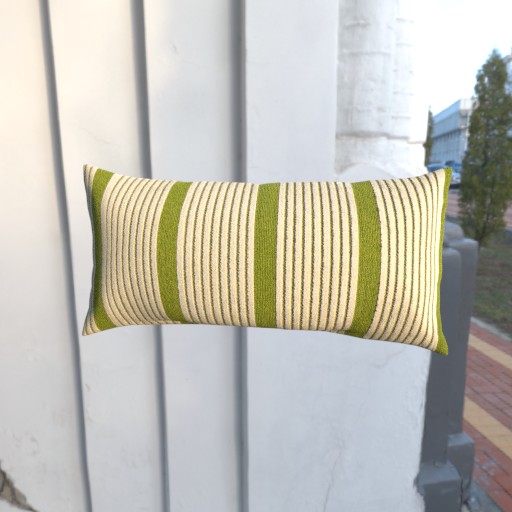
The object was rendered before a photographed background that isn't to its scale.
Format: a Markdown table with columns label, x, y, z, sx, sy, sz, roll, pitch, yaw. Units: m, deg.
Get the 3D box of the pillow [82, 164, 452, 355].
| label | x | y | z | sx | sy | sz | roll | pitch | yaw |
| --- | --- | --- | --- | --- | --- | --- | --- | --- | --- |
| pillow | 0.000 | 0.000 | 0.723 | 0.608 | 0.292 | 0.156 | 2 | 12 | 8 |
